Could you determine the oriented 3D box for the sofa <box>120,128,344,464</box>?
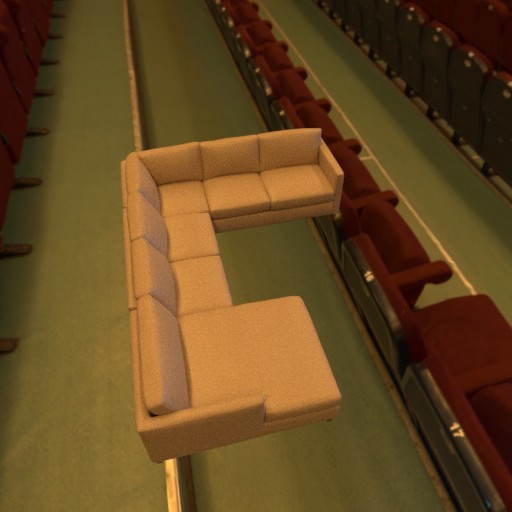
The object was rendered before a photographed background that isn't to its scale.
[{"bbox_3d":[0.000,0.000,4.630,2.594,0.961,3.460,-10,47,-10],"label":"sofa"}]
